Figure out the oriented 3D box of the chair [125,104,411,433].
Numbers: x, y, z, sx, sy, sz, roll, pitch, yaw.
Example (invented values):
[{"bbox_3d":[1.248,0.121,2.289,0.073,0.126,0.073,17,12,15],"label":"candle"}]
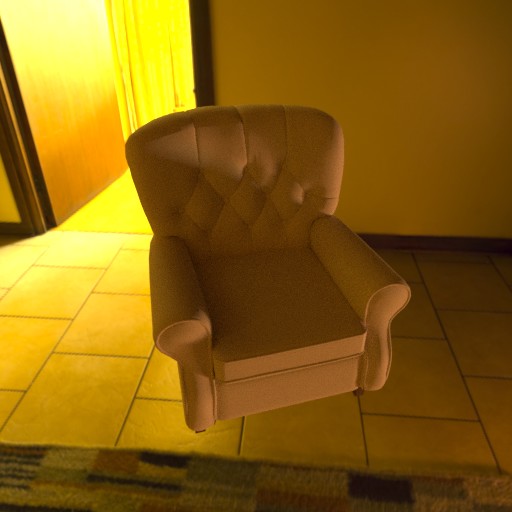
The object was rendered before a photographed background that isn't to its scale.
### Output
[{"bbox_3d":[0.000,0.000,2.067,1.035,1.169,1.132,-8,33,-13],"label":"chair"}]
